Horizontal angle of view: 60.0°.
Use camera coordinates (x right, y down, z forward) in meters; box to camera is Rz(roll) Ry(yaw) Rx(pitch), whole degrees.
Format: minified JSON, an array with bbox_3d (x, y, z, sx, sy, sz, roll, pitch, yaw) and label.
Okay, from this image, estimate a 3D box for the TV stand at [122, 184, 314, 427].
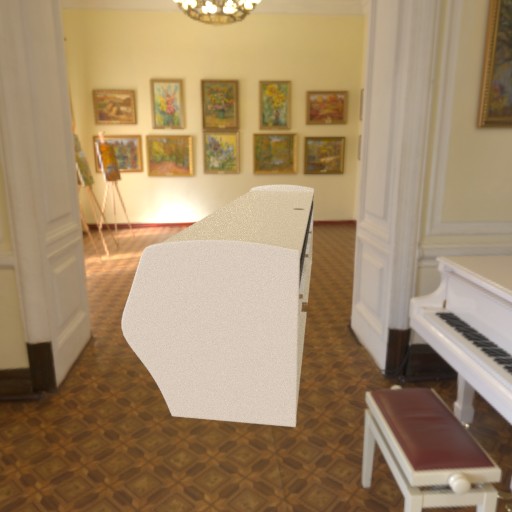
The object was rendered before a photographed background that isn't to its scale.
[{"bbox_3d":[0.000,0.000,1.680,0.397,0.424,1.473,2,14,8],"label":"TV stand"}]
